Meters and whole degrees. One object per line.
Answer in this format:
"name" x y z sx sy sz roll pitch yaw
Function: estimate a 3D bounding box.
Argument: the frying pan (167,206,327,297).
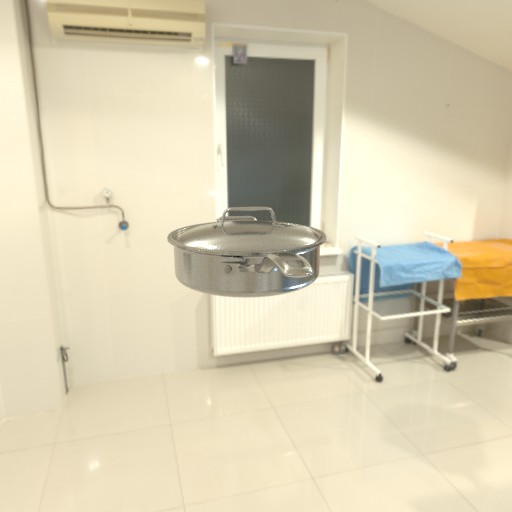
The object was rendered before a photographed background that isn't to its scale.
"frying pan" 0.000 0.000 0.611 0.245 0.111 0.492 -2 15 -9
